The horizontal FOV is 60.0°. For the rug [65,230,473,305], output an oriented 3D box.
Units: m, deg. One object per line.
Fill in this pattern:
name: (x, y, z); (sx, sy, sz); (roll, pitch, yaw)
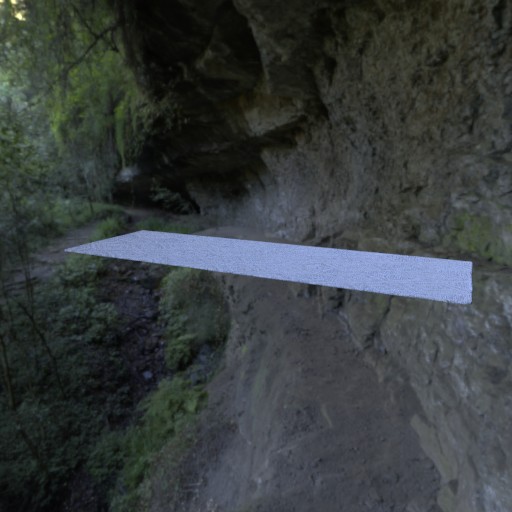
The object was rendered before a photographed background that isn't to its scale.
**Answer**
rug: (0.000, 0.000, 2.752); (2.436, 0.013, 0.807); (6, 15, 25)
